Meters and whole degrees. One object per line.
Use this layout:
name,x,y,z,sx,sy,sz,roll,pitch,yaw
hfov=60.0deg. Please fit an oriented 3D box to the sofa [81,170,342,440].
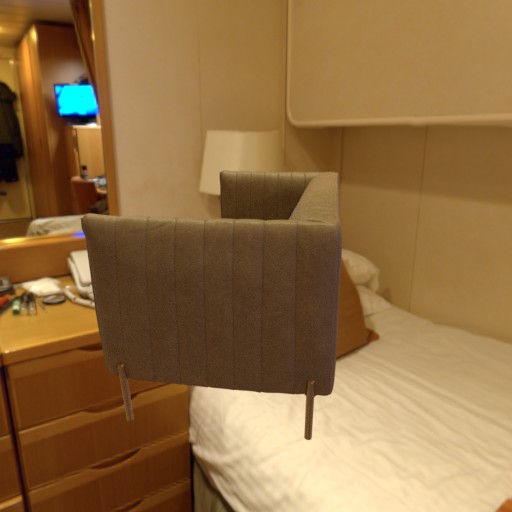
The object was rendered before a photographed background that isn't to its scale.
sofa,0.000,0.000,2.410,0.876,0.779,1.980,3,16,10
